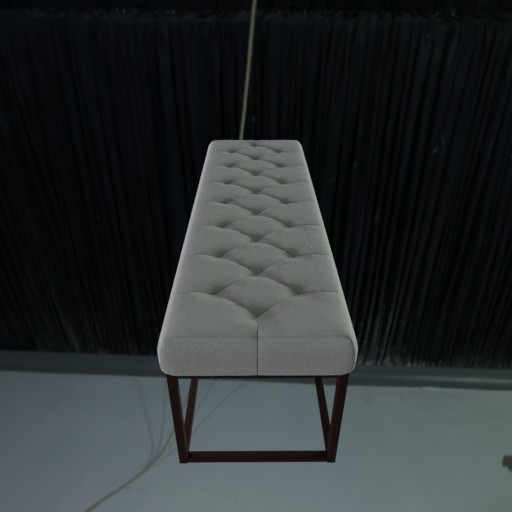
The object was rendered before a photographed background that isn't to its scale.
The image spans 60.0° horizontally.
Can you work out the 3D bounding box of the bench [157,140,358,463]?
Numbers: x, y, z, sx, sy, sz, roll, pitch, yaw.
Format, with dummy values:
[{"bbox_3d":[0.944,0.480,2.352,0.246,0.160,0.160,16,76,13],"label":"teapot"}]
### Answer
[{"bbox_3d":[0.000,0.000,1.762,0.479,0.488,1.488,0,32,0],"label":"bench"}]
